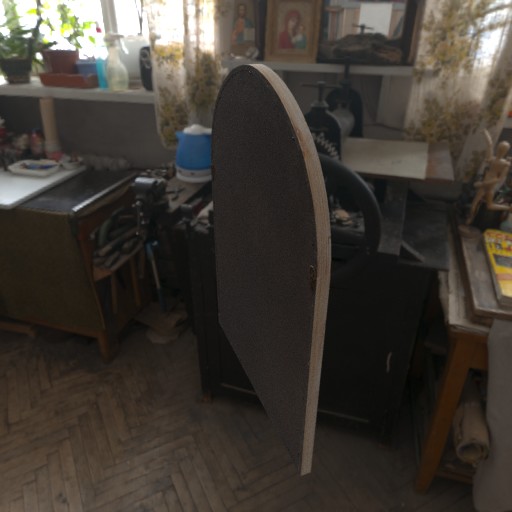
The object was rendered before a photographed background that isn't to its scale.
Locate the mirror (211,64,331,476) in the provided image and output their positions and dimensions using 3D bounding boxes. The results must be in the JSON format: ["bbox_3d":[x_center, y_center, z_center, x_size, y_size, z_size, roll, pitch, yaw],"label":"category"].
[{"bbox_3d":[0.000,0.000,1.153,0.032,0.920,0.660,-12,32,-19],"label":"mirror"}]
